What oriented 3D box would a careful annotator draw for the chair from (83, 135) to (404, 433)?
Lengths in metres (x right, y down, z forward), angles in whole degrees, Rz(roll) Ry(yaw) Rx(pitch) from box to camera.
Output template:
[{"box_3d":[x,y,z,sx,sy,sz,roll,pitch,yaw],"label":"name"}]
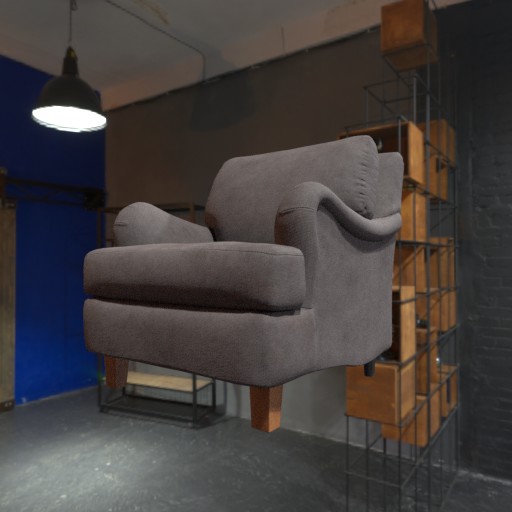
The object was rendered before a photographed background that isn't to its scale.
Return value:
[{"box_3d":[0.000,0.000,1.825,0.955,0.997,1.070,0,-1,37],"label":"chair"}]
